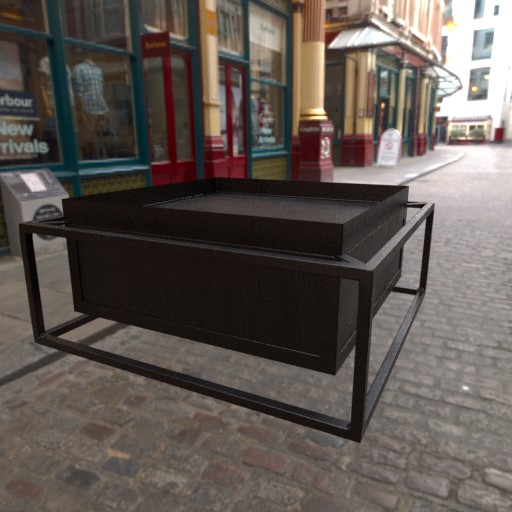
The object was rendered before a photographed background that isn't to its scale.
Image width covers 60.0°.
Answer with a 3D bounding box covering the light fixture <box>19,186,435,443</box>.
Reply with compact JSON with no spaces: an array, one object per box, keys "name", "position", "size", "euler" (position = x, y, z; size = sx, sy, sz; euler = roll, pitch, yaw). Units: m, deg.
[{"name":"light fixture","position":[0.000,0.000,0.661],"size":[0.441,0.191,0.441],"euler":[8,17,26]}]
